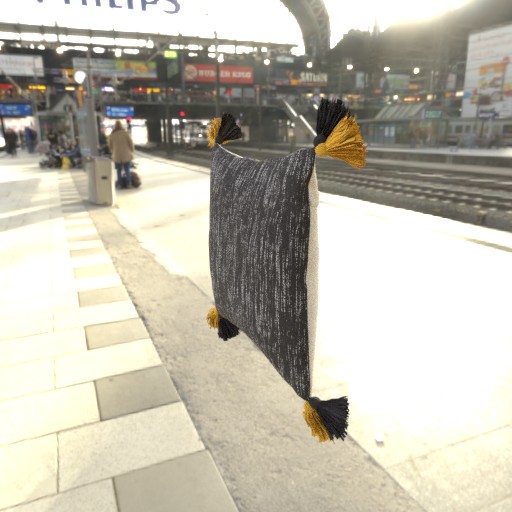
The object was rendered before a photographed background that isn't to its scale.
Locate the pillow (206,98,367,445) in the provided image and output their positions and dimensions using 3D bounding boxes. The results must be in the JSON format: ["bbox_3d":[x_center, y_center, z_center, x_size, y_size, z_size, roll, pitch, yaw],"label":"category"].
[{"bbox_3d":[0.000,0.000,1.010,0.139,0.659,0.654,-7,17,-25],"label":"pillow"}]
